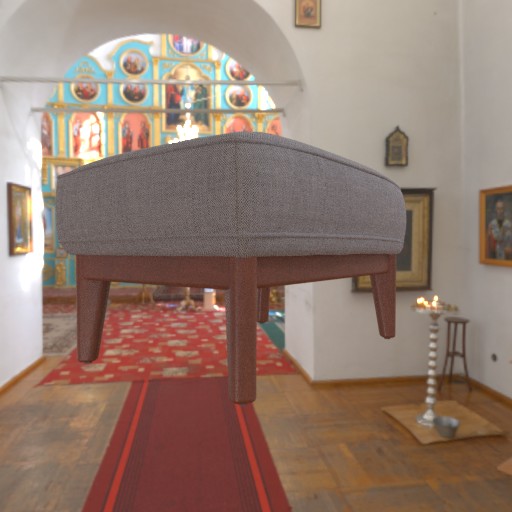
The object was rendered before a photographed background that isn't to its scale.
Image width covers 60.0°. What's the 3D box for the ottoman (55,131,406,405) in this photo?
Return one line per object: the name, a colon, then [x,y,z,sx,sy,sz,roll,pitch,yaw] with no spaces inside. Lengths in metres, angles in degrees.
ottoman: [0.000,0.000,1.084,0.555,0.458,0.750,1,1,37]
